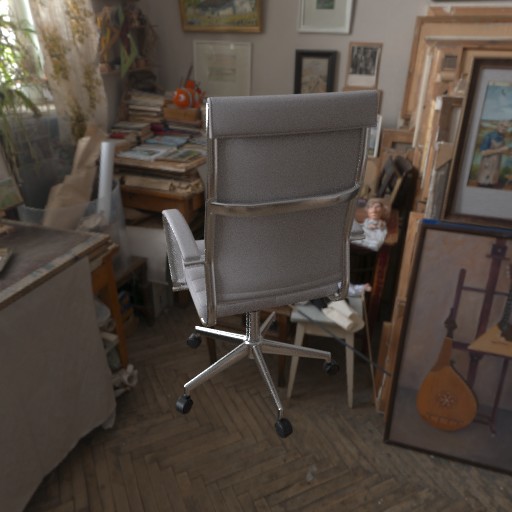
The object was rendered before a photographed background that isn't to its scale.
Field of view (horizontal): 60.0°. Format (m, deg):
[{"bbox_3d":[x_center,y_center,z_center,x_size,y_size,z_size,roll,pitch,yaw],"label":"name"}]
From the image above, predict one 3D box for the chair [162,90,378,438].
[{"bbox_3d":[0.000,0.000,1.557,0.679,1.149,0.667,-9,28,-17],"label":"chair"}]
